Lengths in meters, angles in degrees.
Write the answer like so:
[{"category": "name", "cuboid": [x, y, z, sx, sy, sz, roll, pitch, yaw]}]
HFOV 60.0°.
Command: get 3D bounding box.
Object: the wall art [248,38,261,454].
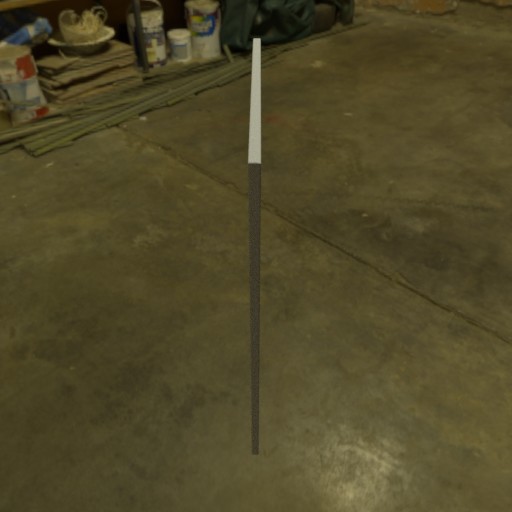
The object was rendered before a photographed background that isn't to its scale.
[{"category": "wall art", "cuboid": [0.000, 0.000, 0.688, 0.012, 0.529, 0.374, 0, 41, 0]}]
